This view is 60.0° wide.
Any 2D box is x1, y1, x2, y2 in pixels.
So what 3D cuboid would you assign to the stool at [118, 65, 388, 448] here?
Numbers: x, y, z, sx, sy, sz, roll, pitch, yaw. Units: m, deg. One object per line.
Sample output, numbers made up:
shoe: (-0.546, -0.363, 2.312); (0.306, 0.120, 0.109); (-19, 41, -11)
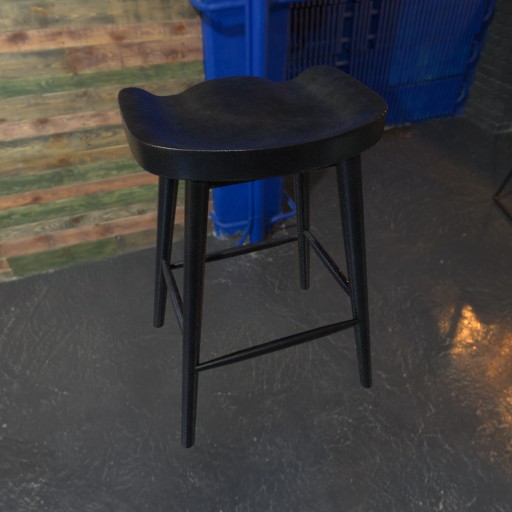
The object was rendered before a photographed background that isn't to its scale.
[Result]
stool: (0.000, 0.000, 0.879); (0.440, 0.615, 0.361); (-13, 42, -15)
